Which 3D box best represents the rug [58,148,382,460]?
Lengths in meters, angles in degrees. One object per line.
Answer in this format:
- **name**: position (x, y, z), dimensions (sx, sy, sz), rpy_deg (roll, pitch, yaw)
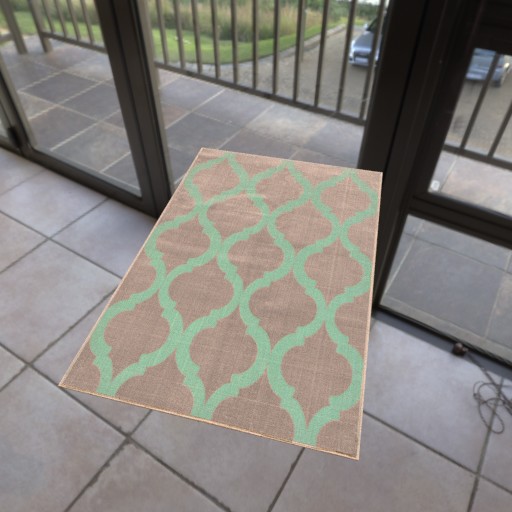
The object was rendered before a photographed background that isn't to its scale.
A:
- **rug**: position (0.000, 0.000, 2.911), dimensions (1.524, 0.006, 2.286), rpy_deg (10, 47, 10)
